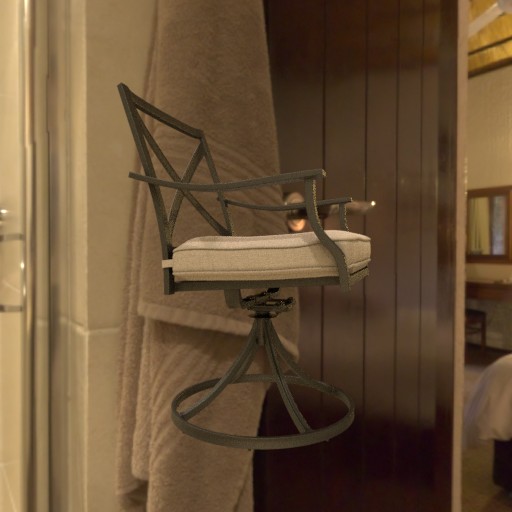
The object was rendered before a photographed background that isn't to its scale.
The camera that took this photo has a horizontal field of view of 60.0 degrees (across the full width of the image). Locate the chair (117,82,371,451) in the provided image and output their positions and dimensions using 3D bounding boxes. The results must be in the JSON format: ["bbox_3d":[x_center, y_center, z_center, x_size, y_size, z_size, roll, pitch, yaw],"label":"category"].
[{"bbox_3d":[0.000,0.000,1.277,0.620,0.889,0.575,0,1,18],"label":"chair"}]
